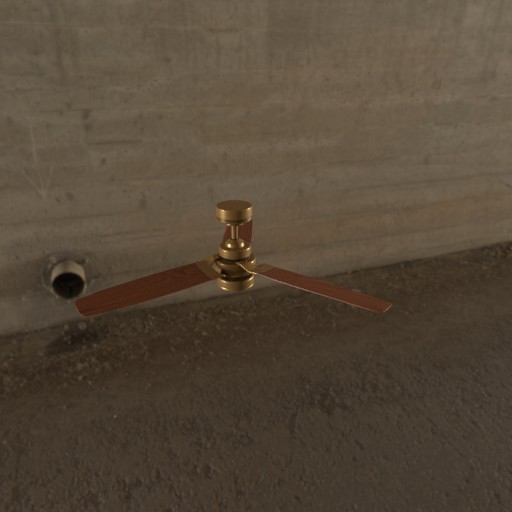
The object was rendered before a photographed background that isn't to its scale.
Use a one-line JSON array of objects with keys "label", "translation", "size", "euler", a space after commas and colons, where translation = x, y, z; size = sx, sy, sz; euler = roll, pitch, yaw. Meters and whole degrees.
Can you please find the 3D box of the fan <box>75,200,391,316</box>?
[{"label": "fan", "translation": [0.000, 0.000, 2.088], "size": [1.271, 0.425, 1.416], "euler": [16, 29, 32]}]
